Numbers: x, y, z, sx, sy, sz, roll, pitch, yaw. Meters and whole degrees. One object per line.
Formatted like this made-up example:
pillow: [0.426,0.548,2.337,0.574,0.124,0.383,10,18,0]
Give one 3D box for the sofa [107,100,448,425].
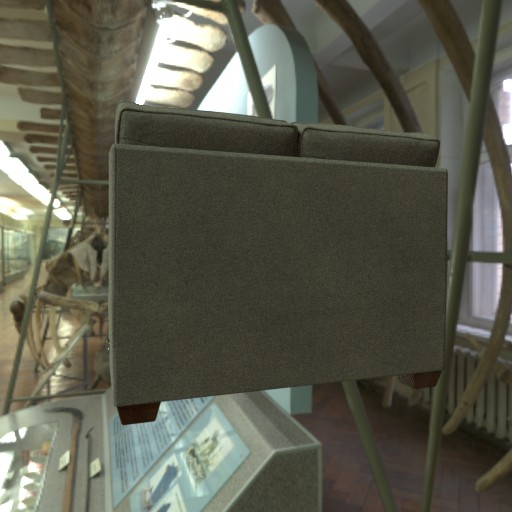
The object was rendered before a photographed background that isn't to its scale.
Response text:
sofa: [0.000,0.000,1.931,1.237,1.008,0.951,0,1,-19]
